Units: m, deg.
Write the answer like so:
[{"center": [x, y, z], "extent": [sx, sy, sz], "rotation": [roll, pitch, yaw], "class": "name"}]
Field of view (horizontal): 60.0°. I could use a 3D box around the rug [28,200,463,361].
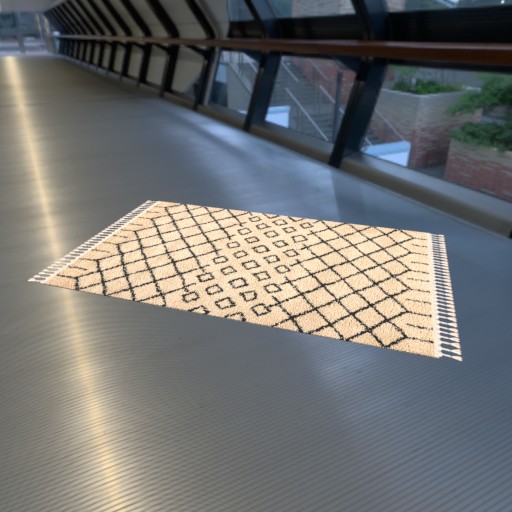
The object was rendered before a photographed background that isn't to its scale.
[{"center": [0.000, 0.000, 2.439], "extent": [2.006, 0.008, 1.196], "rotation": [8, 29, 15], "class": "rug"}]
